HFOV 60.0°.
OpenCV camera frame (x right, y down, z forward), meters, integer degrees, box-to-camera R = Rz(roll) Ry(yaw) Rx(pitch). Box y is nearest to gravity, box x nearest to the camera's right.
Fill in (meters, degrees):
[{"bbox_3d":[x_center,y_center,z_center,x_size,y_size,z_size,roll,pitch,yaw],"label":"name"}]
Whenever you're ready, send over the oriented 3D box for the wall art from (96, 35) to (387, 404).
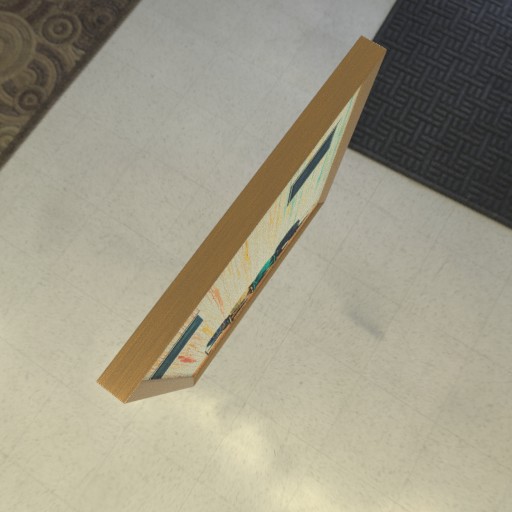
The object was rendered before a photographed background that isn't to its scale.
[{"bbox_3d":[0.000,0.000,0.738,0.037,0.505,0.505,34,78,8],"label":"wall art"}]
